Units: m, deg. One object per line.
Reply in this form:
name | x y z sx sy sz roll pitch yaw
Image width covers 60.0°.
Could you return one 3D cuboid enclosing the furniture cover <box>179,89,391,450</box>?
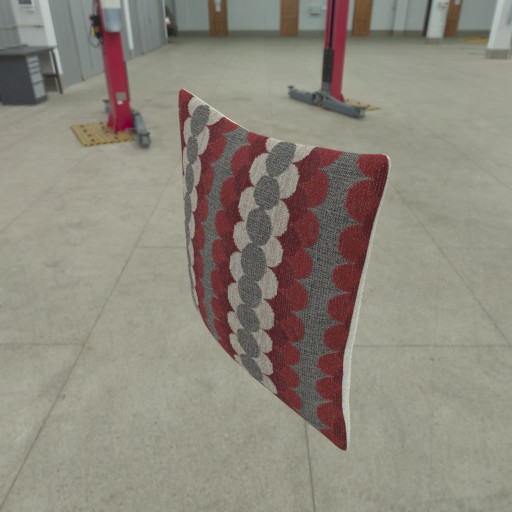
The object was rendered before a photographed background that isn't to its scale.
furniture cover | 0.000 0.000 0.661 0.145 0.420 0.435 -19 35 -30
